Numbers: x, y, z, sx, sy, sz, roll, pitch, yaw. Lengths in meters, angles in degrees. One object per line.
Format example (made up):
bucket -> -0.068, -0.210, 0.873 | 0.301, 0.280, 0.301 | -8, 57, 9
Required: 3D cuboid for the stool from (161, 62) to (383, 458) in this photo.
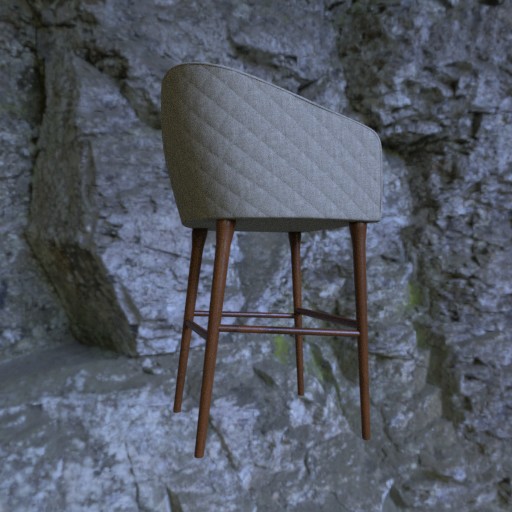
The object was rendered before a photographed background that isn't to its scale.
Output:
stool -> 0.000, 0.000, 1.437 | 0.607, 1.078, 0.559 | 0, -1, -19
